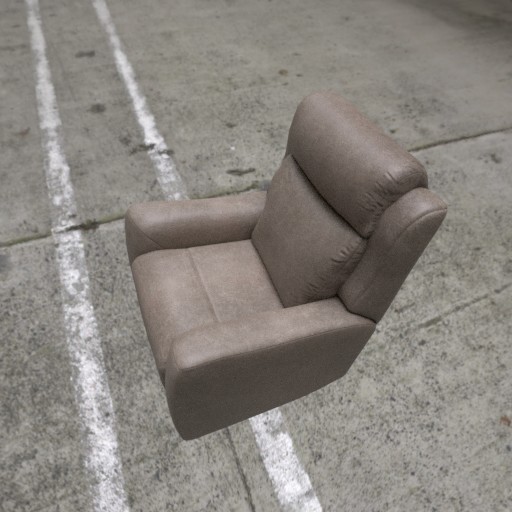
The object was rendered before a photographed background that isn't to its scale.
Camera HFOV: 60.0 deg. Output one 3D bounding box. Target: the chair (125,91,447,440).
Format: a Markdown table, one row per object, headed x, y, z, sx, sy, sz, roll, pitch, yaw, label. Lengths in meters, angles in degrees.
| x | y | z | sx | sy | sz | roll | pitch | yaw | label |
| --- | --- | --- | --- | --- | --- | --- | --- | --- | --- |
| 0.000 | 0.000 | 1.933 | 1.068 | 1.116 | 0.967 | -16 | 48 | -15 | chair |
